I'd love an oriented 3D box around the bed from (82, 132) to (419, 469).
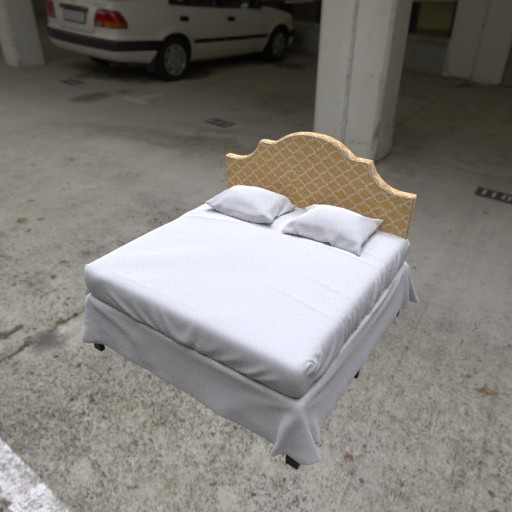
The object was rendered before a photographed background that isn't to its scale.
[{"bbox_3d":[0.000,0.000,3.683,2.314,1.601,2.222,19,36,29],"label":"bed"}]
